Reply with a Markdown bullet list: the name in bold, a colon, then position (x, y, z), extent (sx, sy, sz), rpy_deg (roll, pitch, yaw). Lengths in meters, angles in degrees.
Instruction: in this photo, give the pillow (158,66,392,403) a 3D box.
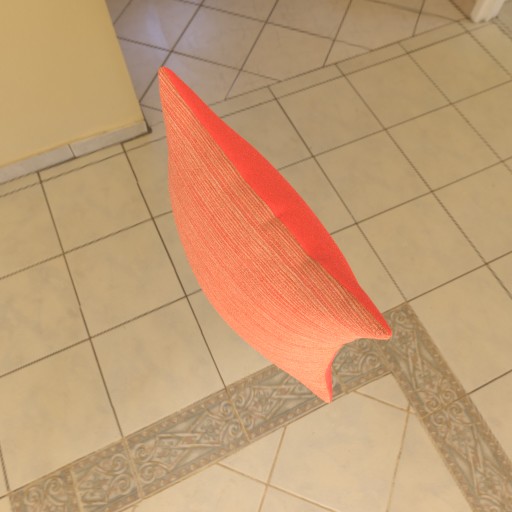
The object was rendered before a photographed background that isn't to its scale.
- **pillow**: position (0.000, 0.000, 0.825), extent (0.229, 0.501, 0.559), rpy_deg (-32, 69, -14)
